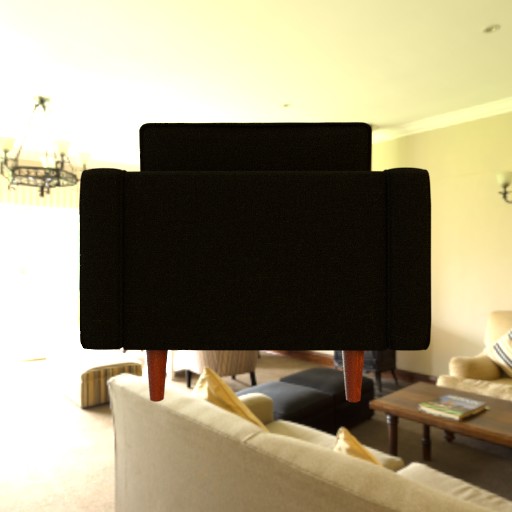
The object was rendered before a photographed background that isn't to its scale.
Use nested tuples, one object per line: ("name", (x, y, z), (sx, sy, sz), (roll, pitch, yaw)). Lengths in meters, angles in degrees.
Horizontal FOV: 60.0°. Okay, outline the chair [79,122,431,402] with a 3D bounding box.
("chair", (0.000, 0.000, 1.549), (0.899, 0.770, 0.920), (0, 0, 0))
